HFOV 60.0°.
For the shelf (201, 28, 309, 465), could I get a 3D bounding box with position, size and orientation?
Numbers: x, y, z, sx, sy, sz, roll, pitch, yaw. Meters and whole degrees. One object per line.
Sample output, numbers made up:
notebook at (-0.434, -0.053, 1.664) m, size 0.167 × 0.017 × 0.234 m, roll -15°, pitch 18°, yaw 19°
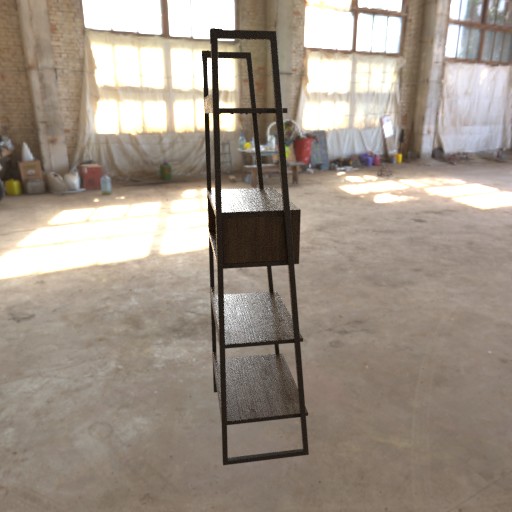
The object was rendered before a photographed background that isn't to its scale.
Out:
shelf at (0.000, 0.000, 2.284) m, size 0.454 × 2.005 × 0.652 m, roll -3°, pitch 18°, yaw -9°
